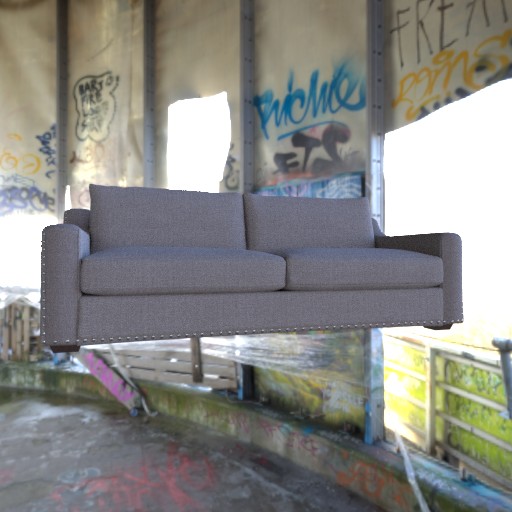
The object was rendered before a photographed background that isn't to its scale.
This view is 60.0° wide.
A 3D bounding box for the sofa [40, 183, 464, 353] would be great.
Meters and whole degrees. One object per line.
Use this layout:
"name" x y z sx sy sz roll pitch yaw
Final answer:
"sofa" 0.000 0.000 2.643 2.208 0.857 1.000 0 0 -17
